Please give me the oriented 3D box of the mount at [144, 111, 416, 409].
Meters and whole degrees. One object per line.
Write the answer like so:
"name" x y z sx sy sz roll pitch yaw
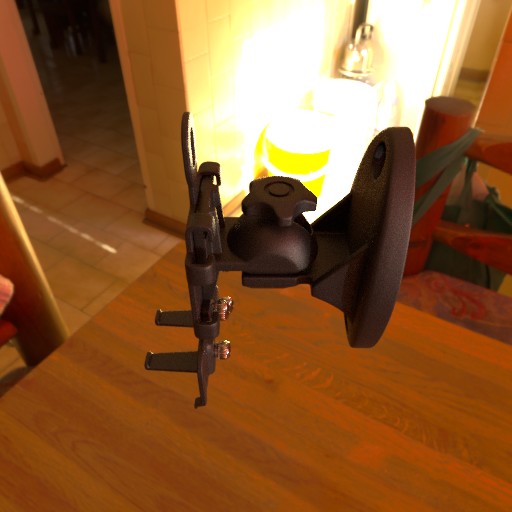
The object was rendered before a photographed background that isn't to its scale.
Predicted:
"mount" 0.000 0.000 0.178 0.100 0.118 0.066 0 41 0
